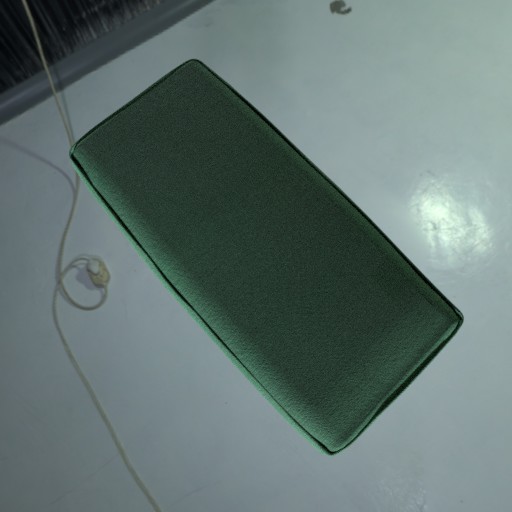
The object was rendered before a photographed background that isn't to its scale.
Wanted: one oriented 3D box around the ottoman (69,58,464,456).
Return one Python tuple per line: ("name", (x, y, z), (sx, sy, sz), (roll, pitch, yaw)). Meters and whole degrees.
("ottoman", (0.000, 0.000, 1.237), (0.483, 0.471, 0.957), (-41, 78, -10))
